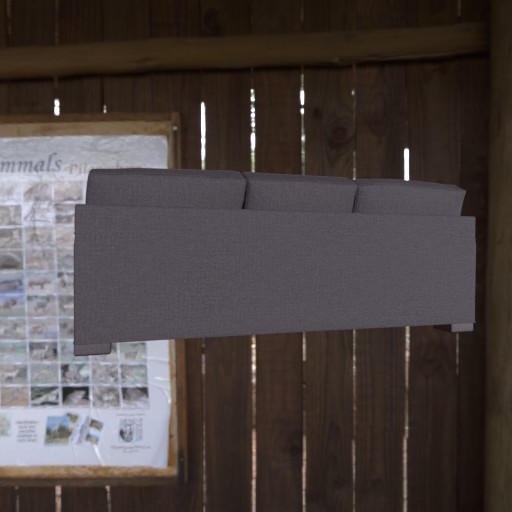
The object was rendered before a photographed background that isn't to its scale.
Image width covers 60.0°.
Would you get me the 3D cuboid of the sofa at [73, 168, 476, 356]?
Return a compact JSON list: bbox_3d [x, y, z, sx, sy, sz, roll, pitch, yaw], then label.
[{"bbox_3d":[0.000,0.000,3.294,2.370,0.973,1.790,0,0,-17],"label":"sofa"}]
